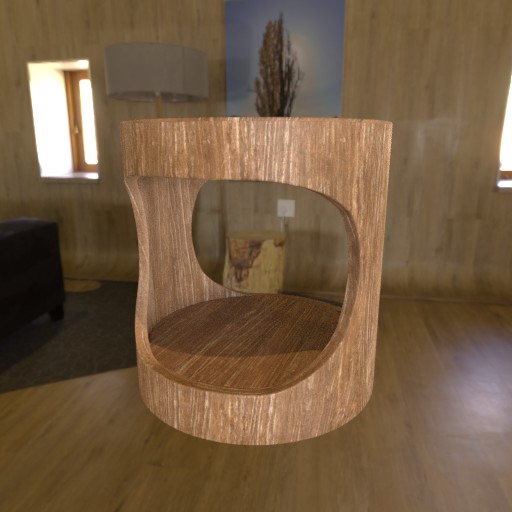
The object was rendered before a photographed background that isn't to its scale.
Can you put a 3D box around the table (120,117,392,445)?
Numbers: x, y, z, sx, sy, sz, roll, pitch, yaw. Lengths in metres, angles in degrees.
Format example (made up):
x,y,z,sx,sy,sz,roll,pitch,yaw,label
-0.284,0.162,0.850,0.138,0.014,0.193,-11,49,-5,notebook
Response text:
x,y,z,sx,sy,sz,roll,pitch,yaw,label
0.000,0.000,0.962,0.527,0.551,0.527,0,15,0,table
